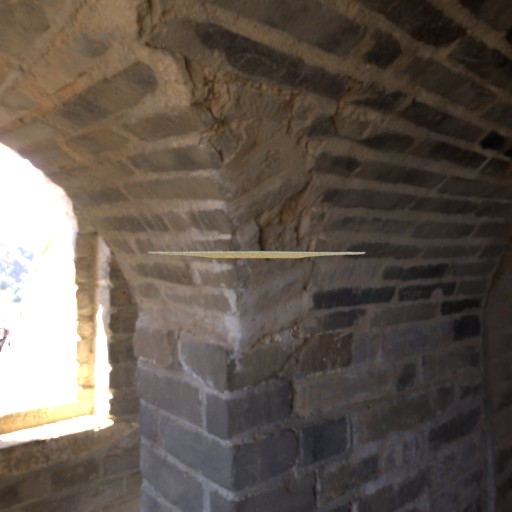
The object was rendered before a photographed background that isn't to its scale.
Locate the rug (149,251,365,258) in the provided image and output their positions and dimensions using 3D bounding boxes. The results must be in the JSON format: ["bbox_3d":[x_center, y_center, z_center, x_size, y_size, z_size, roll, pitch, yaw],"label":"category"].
[{"bbox_3d":[0.000,0.000,2.558,0.686,0.013,2.340,0,-1,0],"label":"rug"}]
